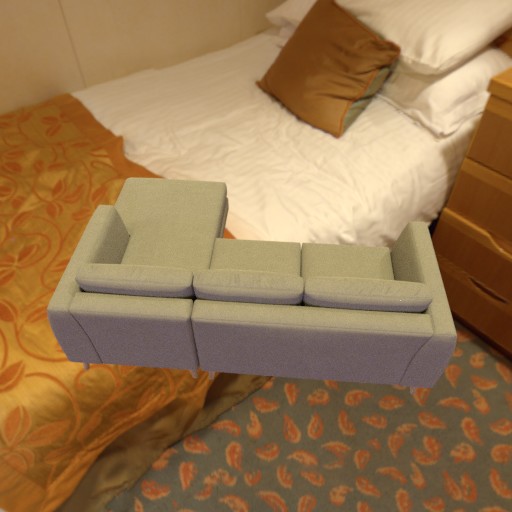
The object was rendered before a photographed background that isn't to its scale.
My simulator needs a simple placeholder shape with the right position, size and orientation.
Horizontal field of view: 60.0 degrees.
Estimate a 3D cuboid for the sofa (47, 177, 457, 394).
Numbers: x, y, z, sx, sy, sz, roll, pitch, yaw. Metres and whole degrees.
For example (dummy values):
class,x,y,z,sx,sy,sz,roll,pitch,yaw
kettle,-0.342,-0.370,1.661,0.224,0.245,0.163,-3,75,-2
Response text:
class,x,y,z,sx,sy,sz,roll,pitch,yaw
sofa,0.000,0.000,3.104,2.300,0.860,1.580,3,47,3
